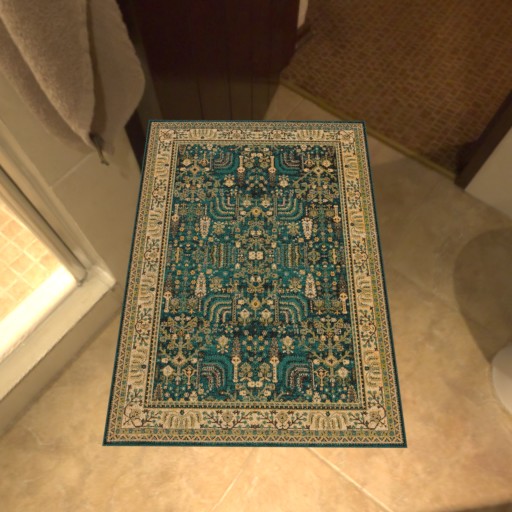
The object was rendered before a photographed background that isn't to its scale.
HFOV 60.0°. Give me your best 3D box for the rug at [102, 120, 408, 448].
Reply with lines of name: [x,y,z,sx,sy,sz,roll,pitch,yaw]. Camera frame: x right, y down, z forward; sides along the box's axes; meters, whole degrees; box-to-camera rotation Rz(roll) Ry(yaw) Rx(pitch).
rug: [0.000,0.000,2.793,1.594,0.013,2.213,0,64,0]
